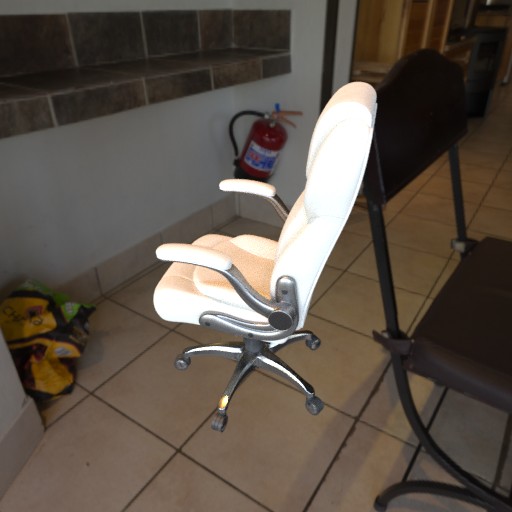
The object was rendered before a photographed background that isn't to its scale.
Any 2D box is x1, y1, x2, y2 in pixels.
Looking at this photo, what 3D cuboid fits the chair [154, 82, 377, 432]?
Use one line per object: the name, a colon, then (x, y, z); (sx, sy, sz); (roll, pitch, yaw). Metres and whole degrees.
chair: (0.000, 0.000, 1.825); (0.806, 1.330, 0.755); (8, 31, 13)
